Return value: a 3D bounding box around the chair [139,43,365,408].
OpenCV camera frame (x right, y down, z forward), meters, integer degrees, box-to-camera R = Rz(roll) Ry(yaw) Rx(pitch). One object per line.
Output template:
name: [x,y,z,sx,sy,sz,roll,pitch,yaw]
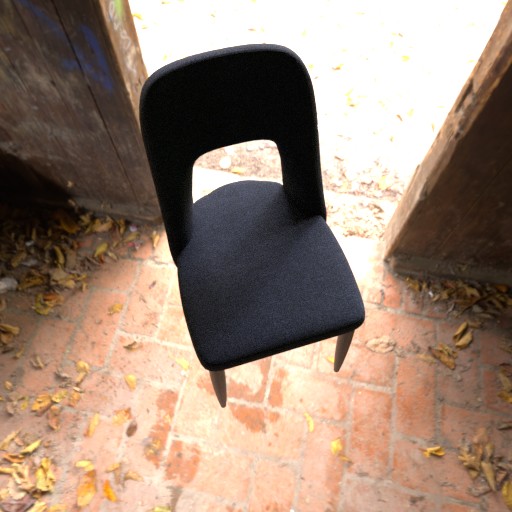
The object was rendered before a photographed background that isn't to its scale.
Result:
chair: [0.000,0.000,1.266,0.470,0.931,0.612,-15,64,-7]
